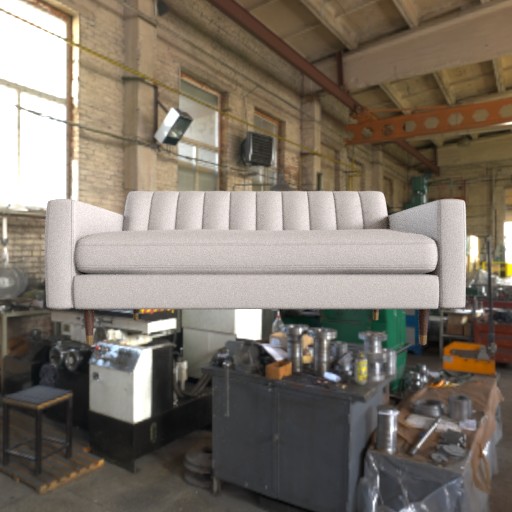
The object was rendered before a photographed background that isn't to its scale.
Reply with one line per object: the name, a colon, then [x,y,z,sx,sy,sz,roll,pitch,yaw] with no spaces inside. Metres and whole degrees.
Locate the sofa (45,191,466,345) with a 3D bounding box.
sofa: [0.000,0.000,2.418,1.895,0.814,0.969,0,0,0]
